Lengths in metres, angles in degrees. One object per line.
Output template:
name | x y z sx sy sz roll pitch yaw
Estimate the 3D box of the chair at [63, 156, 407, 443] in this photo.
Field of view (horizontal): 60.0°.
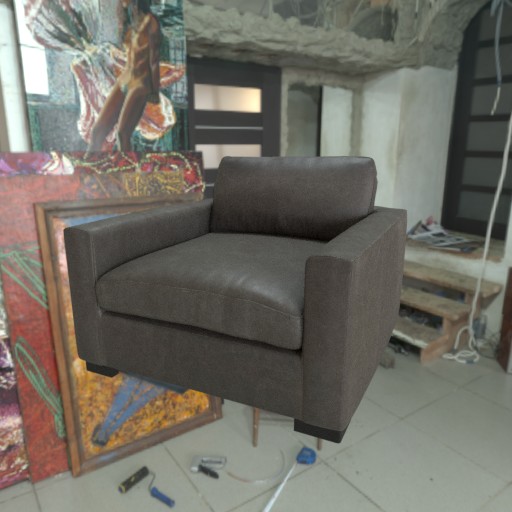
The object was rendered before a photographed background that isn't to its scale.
chair | 0.000 0.000 1.860 1.106 0.807 1.080 7 16 25
